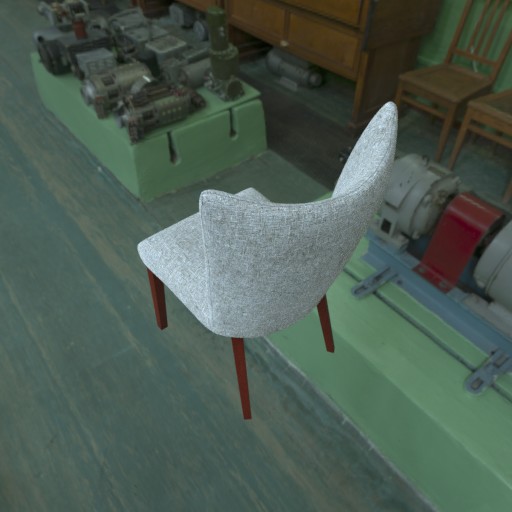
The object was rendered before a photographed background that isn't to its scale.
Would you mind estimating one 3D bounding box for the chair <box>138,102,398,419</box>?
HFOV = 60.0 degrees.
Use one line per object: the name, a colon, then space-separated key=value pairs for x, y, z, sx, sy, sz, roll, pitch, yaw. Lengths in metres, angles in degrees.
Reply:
chair: x=0.000 y=0.000 z=1.307 sx=0.535 sy=0.924 sz=0.623 roll=-31 pitch=53 yaw=-27
